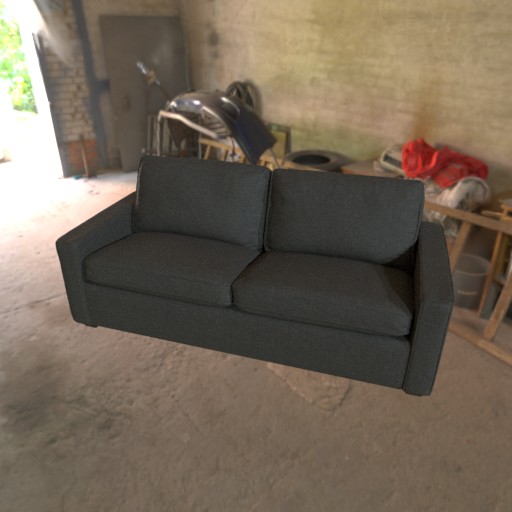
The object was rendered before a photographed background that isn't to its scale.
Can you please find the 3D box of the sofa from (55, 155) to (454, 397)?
[{"bbox_3d":[0.000,0.000,2.595,2.080,0.919,0.940,8,29,15],"label":"sofa"}]
